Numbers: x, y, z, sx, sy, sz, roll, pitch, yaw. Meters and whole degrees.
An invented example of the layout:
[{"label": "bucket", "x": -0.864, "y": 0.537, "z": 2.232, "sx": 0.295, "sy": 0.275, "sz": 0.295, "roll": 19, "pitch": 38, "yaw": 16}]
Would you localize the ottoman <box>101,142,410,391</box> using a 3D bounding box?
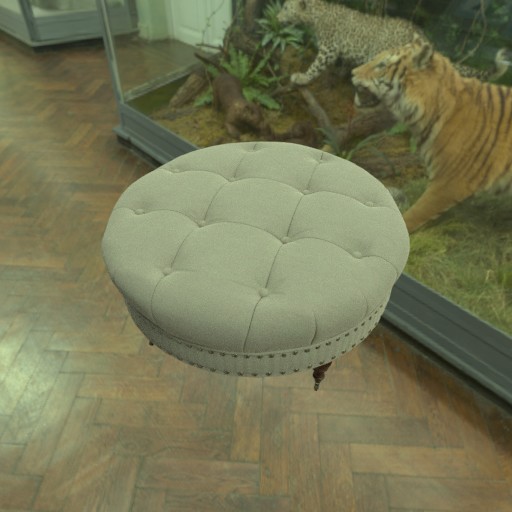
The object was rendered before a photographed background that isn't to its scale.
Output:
[{"label": "ottoman", "x": 0.000, "y": 0.000, "z": 1.416, "sx": 0.901, "sy": 0.439, "sz": 0.901, "roll": 0, "pitch": 41, "yaw": 0}]
